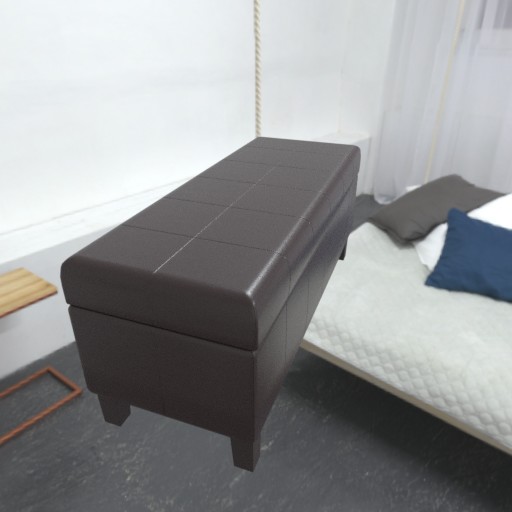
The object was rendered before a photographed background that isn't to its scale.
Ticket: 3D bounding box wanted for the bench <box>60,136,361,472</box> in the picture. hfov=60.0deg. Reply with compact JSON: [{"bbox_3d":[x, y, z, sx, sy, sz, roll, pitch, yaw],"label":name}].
[{"bbox_3d":[0.000,0.000,1.341,0.429,0.457,1.092,10,30,18],"label":"bench"}]
